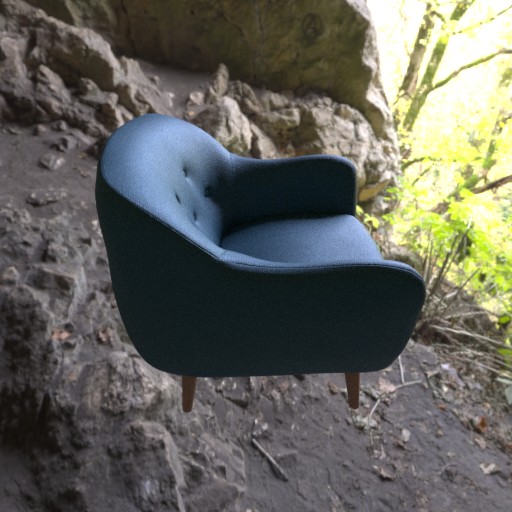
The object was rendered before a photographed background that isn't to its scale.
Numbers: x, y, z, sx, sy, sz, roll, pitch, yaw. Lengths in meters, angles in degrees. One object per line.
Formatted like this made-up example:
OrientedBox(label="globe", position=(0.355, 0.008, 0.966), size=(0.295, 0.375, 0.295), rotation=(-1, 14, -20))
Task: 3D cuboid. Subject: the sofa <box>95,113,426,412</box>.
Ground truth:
OrientedBox(label="sofa", position=(0.000, 0.000, 1.459), size=(0.825, 0.817, 0.836), rotation=(-1, 32, -1))
